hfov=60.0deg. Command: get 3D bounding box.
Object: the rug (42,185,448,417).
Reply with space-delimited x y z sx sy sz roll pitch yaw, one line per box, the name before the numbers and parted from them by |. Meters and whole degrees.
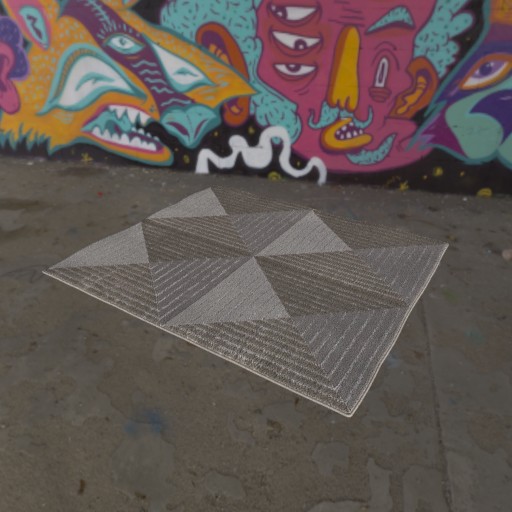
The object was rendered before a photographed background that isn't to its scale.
rug | 0.000 0.000 0.903 0.642 0.008 0.551 18 35 28
